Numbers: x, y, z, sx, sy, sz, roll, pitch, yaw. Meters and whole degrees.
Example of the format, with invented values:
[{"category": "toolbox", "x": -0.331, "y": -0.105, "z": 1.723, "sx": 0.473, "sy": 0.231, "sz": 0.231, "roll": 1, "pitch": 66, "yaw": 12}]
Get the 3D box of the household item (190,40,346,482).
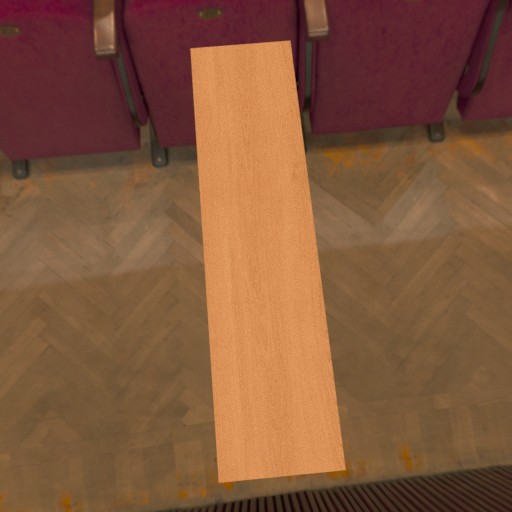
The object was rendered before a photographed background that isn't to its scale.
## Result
[{"category": "household item", "x": 0.000, "y": 0.000, "z": 1.789, "sx": 0.400, "sy": 0.600, "sz": 1.550, "roll": -5, "pitch": 76, "yaw": -1}]
